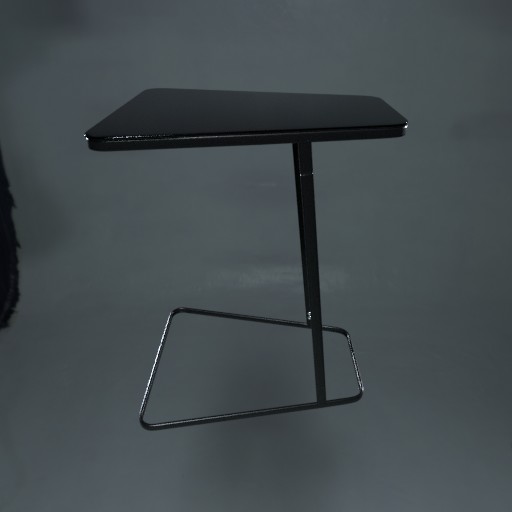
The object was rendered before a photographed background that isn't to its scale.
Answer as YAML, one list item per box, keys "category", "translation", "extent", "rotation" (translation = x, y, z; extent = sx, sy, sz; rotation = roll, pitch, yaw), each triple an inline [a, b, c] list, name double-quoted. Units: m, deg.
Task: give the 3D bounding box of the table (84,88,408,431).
- category: "table"
  translation: [0.000, 0.000, 0.963]
  extent: [0.500, 0.624, 0.427]
  rotation: [1, 30, 1]
